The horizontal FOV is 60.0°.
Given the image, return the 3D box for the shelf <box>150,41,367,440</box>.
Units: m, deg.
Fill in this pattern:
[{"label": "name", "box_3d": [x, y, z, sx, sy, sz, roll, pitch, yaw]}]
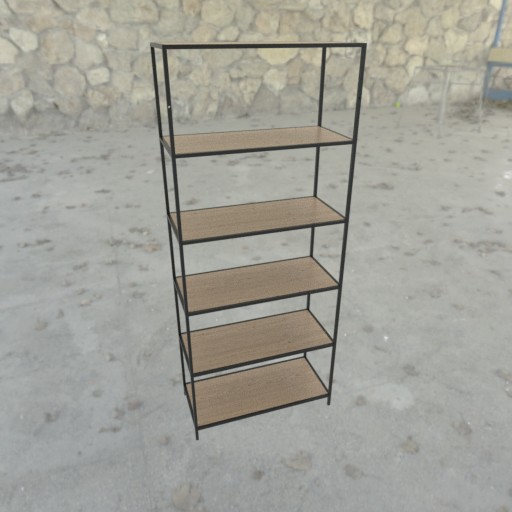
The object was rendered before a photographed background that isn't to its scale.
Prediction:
[{"label": "shelf", "box_3d": [0.000, 0.000, 2.133, 0.770, 1.850, 0.350, -9, 28, -16]}]
